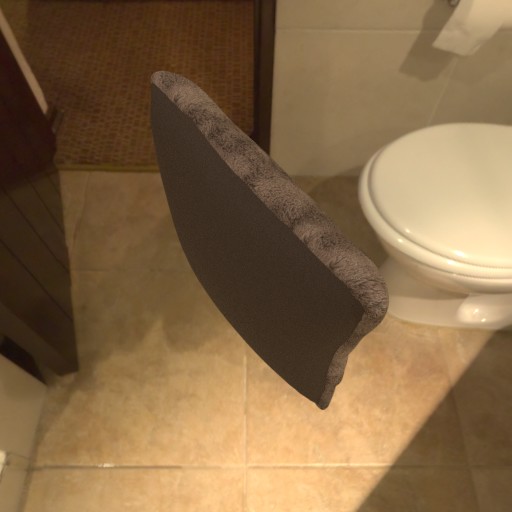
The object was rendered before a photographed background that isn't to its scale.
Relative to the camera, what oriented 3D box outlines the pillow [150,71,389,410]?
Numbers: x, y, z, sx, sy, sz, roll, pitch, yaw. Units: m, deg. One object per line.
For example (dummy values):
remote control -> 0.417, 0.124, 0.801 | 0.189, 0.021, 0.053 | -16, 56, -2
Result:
pillow -> 0.000, 0.000, 0.808 | 0.204, 0.520, 0.522 | -33, 64, -18
